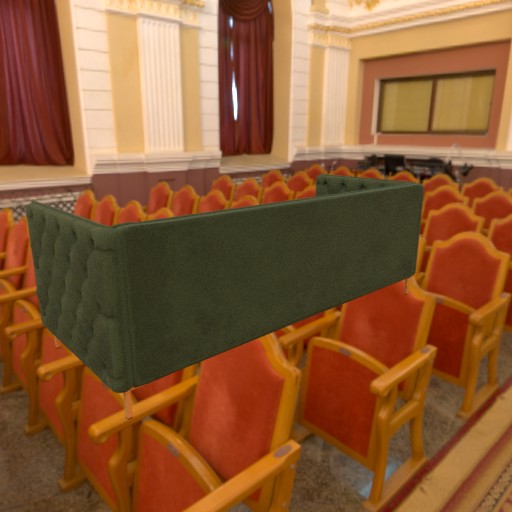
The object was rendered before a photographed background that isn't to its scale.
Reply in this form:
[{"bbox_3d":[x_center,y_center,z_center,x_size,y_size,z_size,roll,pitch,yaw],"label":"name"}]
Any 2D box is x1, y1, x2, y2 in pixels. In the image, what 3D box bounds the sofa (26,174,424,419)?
[{"bbox_3d":[0.000,0.000,2.574,2.209,0.771,0.895,-14,21,-40],"label":"sofa"}]
